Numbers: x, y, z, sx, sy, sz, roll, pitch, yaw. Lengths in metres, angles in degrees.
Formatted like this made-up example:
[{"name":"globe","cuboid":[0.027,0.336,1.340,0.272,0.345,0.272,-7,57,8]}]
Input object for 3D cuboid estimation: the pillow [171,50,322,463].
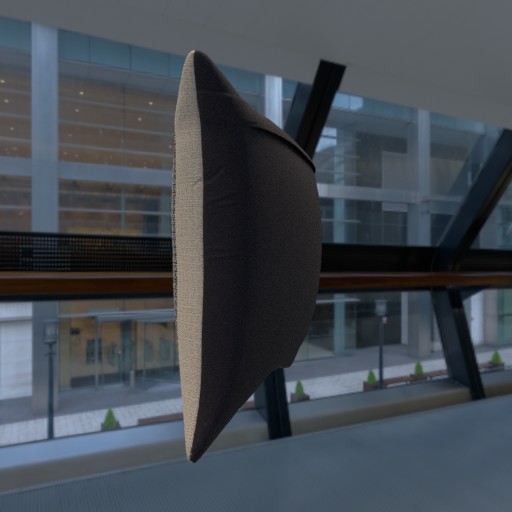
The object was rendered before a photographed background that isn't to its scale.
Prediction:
[{"name":"pillow","cuboid":[0.000,0.000,0.624,0.173,0.406,0.405,0,0,18]}]
